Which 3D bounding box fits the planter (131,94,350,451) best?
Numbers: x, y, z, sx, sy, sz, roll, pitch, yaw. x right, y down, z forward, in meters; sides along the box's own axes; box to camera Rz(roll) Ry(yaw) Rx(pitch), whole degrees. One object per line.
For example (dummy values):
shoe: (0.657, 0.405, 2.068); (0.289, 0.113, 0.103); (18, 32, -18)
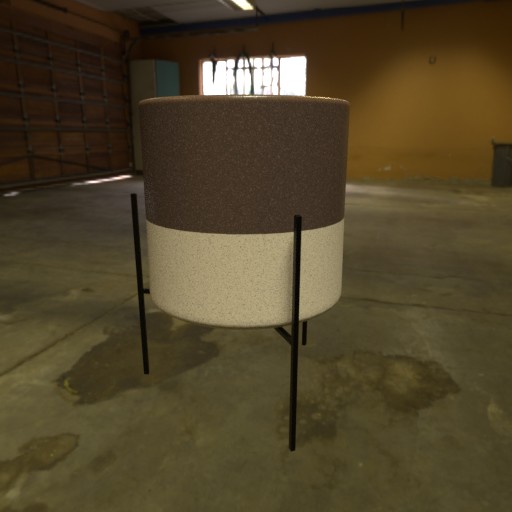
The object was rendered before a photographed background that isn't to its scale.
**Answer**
planter: (0.000, 0.000, 0.537); (0.250, 0.353, 0.260); (-8, 17, -27)
